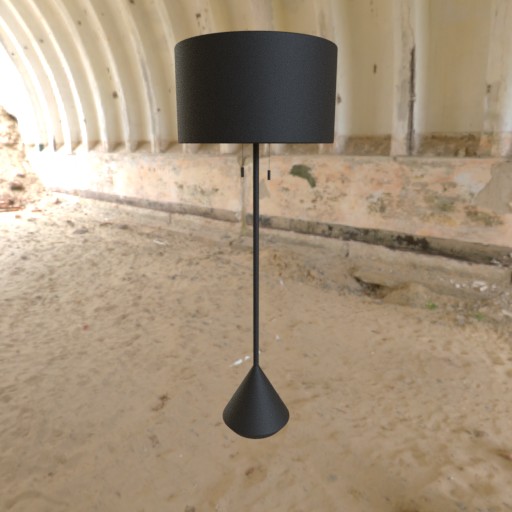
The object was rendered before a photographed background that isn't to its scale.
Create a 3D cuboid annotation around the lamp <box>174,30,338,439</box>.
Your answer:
[{"bbox_3d":[0.000,0.000,1.780,0.580,1.526,0.580,2,14,9],"label":"lamp"}]
